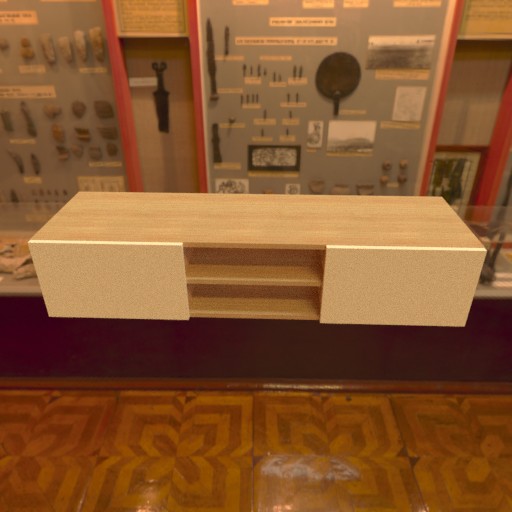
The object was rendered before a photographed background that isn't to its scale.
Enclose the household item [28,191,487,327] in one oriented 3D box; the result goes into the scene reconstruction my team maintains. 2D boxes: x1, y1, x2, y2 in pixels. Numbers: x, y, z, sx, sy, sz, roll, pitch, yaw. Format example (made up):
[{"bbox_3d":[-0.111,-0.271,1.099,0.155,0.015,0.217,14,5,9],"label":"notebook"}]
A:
[{"bbox_3d":[0.000,0.000,1.605,1.400,0.310,0.420,1,30,2],"label":"household item"}]
